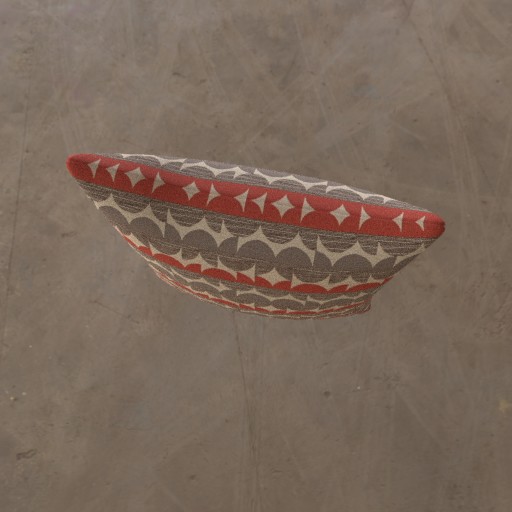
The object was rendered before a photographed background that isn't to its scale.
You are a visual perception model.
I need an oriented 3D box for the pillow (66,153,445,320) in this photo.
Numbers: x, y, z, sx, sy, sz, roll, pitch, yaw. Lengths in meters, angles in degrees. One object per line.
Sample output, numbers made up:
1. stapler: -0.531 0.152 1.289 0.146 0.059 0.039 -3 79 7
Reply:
1. pillow: 0.000 0.000 0.658 0.420 0.410 0.180 11 64 5
